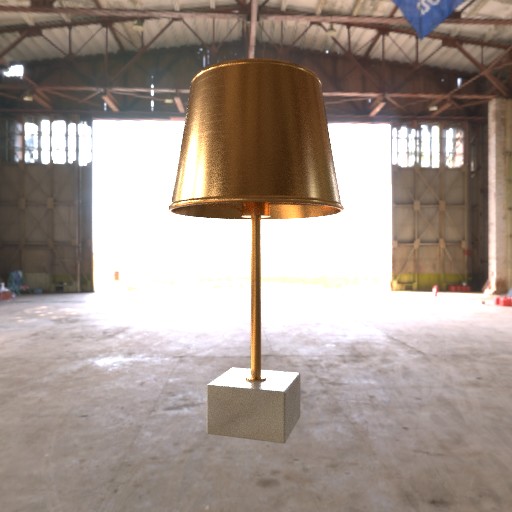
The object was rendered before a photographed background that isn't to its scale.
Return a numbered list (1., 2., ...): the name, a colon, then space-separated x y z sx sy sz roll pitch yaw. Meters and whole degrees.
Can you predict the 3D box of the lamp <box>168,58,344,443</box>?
1. lamp: 0.000 0.000 0.532 0.208 0.406 0.208 0 0 0
